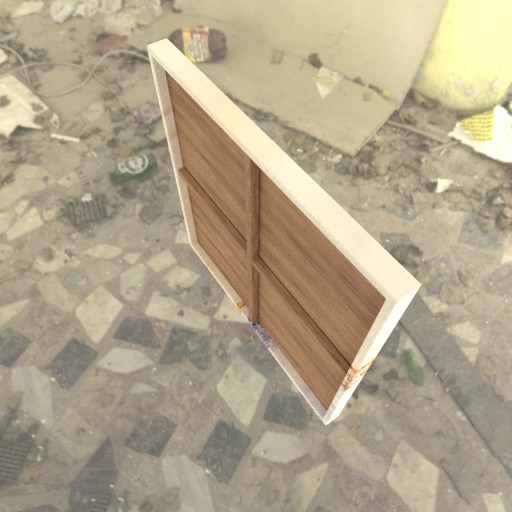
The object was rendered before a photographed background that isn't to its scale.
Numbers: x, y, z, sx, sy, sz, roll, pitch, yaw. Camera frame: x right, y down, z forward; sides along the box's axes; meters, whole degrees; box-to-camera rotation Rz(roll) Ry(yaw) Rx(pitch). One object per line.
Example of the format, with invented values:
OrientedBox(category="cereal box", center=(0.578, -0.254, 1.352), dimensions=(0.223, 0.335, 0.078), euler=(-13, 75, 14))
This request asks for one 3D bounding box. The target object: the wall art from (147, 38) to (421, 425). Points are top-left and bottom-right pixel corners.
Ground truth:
OrientedBox(category="wall art", center=(0.000, 0.000, 1.557), dimensions=(0.071, 1.061, 1.061), euler=(-30, 62, -18))
